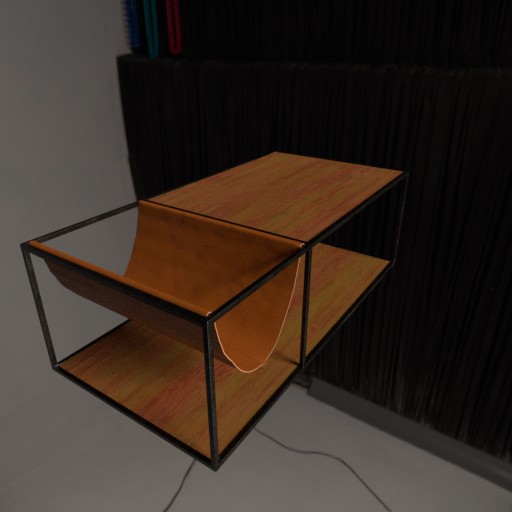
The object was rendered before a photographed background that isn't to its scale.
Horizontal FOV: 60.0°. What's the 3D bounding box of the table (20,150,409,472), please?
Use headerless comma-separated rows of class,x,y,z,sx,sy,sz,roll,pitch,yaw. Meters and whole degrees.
table,0.000,0.000,1.475,0.597,0.403,1.199,17,31,30
